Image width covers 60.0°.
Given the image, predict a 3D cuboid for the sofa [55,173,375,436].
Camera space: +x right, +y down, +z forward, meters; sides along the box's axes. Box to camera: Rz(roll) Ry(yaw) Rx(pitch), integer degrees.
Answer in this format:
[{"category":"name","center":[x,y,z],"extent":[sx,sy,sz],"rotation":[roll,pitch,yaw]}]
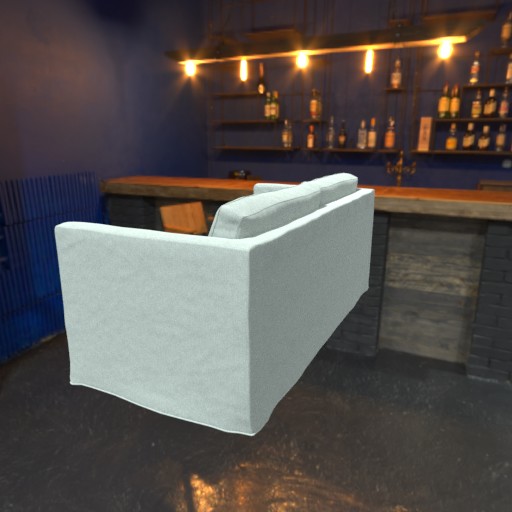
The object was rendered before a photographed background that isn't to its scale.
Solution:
[{"category":"sofa","center":[0.000,0.000,2.552],"extent":[0.940,0.870,1.987],"rotation":[7,17,25]}]
